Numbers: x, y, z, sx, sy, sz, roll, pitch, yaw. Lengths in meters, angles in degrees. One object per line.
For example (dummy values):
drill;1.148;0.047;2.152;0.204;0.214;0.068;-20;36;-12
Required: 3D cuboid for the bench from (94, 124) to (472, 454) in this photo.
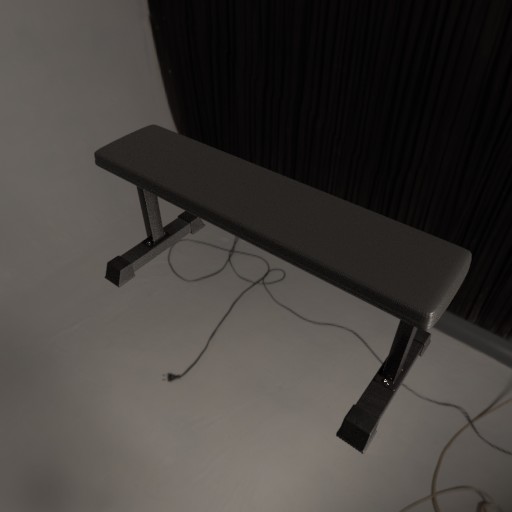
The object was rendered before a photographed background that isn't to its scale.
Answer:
bench;0.000;0.000;1.308;1.072;0.453;0.439;27;49;27
